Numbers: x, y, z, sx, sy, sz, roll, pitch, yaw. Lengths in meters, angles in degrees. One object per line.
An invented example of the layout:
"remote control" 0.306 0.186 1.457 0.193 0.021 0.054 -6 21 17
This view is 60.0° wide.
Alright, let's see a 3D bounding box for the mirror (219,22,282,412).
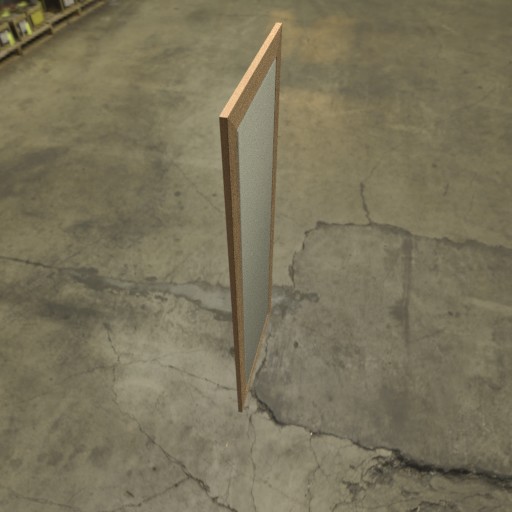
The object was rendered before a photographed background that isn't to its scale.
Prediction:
"mirror" 0.000 0.000 2.337 0.026 2.031 0.812 10 47 10
